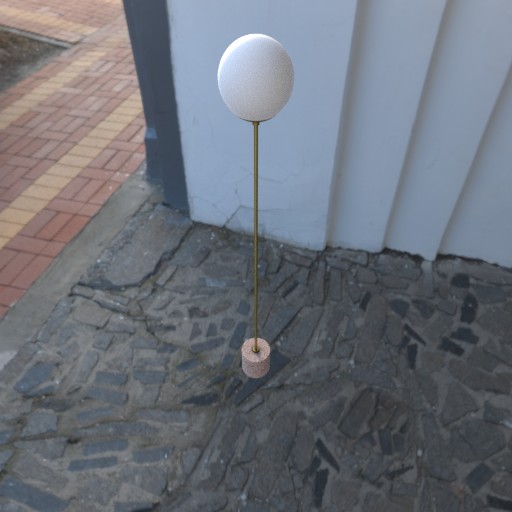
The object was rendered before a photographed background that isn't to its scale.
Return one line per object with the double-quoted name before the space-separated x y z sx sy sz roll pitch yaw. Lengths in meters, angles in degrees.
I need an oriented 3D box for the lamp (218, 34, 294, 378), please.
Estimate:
"lamp" 0.000 0.000 1.862 0.229 1.748 0.229 26 51 23
